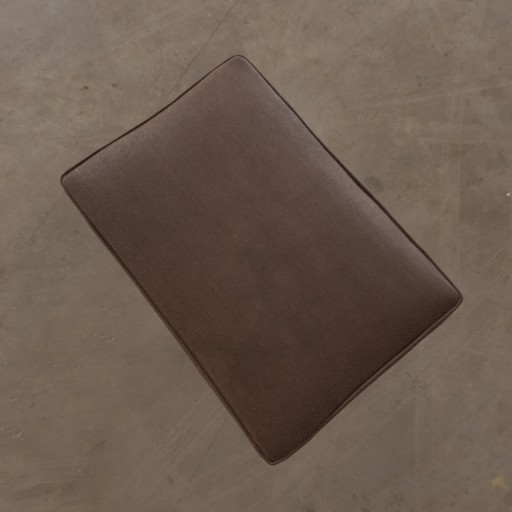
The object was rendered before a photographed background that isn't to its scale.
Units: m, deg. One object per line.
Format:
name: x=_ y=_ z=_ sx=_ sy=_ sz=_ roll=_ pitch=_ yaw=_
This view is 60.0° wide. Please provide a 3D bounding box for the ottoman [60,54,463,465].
ottoman: x=0.000 y=0.000 z=1.231 sx=0.596 sy=0.481 sz=0.860 roll=-38 pitch=79 yaw=-9
